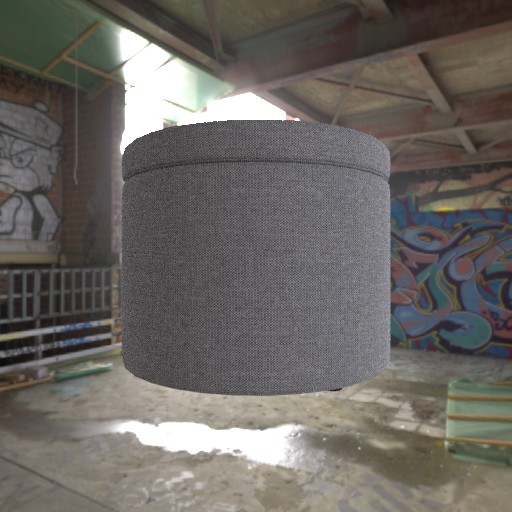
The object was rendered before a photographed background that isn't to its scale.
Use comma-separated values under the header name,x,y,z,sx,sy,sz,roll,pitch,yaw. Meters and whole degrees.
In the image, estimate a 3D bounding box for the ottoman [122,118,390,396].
name,x,y,z,sx,sy,sz,roll,pitch,yaw
ottoman,0.000,0.000,0.862,0.500,0.419,0.500,0,0,0
